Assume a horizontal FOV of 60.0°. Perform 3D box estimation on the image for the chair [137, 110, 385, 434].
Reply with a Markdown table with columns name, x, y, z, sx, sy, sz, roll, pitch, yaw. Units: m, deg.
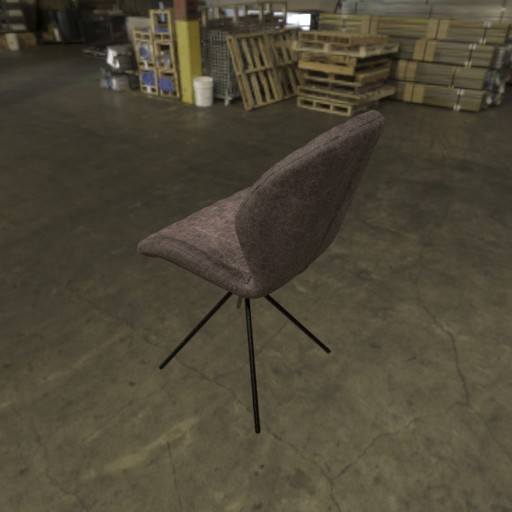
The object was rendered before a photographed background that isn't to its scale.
| name | x | y | z | sx | sy | sz | roll | pitch | yaw |
| --- | --- | --- | --- | --- | --- | --- | --- | --- | --- |
| chair | 0.000 | 0.000 | 1.349 | 0.640 | 0.934 | 0.527 | 22 | 38 | 31 |
